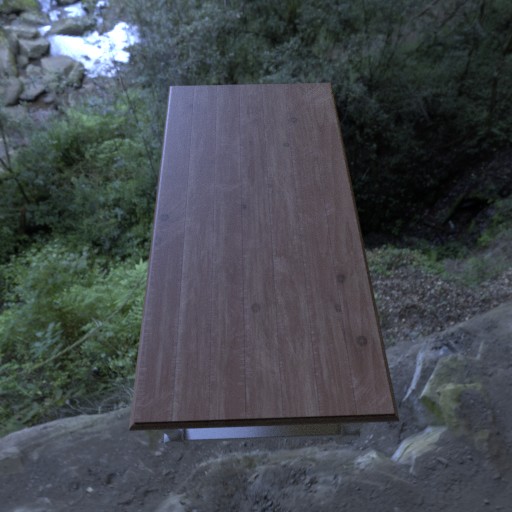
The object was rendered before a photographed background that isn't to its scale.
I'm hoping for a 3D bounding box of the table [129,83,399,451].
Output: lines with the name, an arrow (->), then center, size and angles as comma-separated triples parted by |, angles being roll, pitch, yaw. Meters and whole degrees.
table -> 0.000, 0.000, 1.400 | 0.559, 0.458, 1.118 | -2, 57, -1
